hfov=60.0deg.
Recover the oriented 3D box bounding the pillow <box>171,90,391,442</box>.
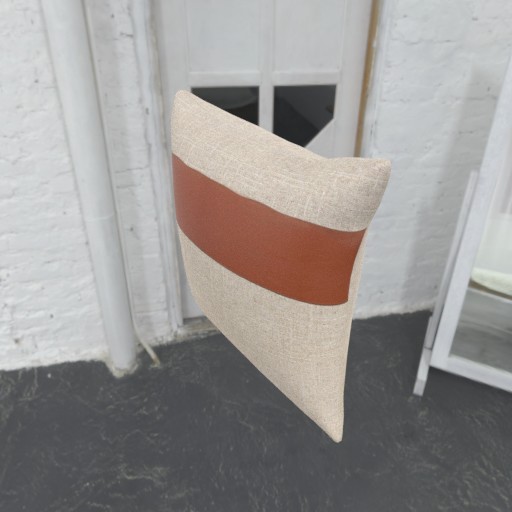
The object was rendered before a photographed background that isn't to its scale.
[{"bbox_3d":[0.000,0.000,0.643,0.173,0.399,0.414,-20,36,-29],"label":"pillow"}]
